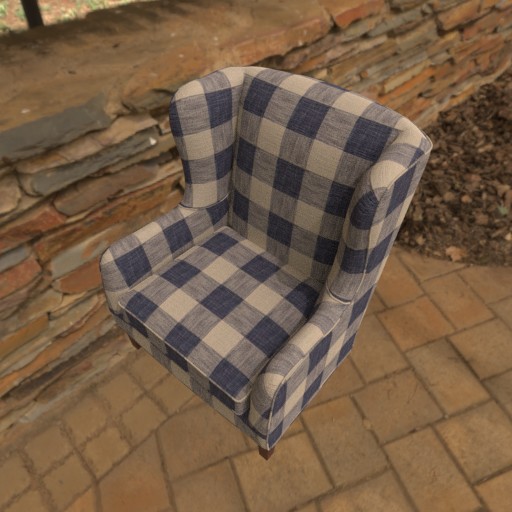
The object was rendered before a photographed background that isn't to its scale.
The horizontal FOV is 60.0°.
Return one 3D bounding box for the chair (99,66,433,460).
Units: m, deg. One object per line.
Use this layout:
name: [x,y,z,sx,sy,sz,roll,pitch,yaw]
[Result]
chair: [0.000,0.000,1.654,0.830,1.041,0.889,31,54,26]
